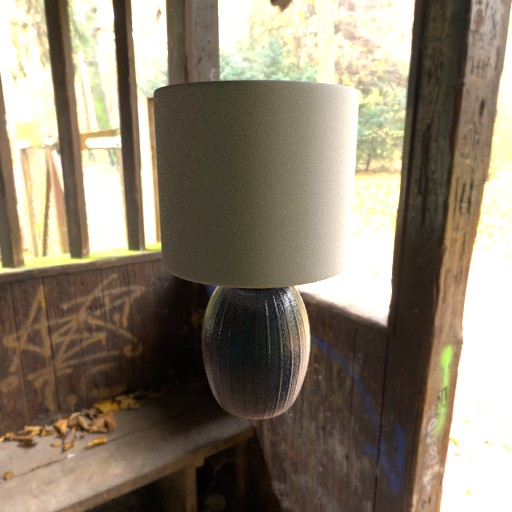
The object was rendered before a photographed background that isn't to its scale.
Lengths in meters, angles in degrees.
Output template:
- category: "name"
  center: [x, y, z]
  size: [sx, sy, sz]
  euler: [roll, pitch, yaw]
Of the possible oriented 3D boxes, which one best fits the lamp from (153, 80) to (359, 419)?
- category: "lamp"
  center: [0.000, 0.000, 0.792]
  size: [0.329, 0.570, 0.329]
  euler: [7, 16, 26]
